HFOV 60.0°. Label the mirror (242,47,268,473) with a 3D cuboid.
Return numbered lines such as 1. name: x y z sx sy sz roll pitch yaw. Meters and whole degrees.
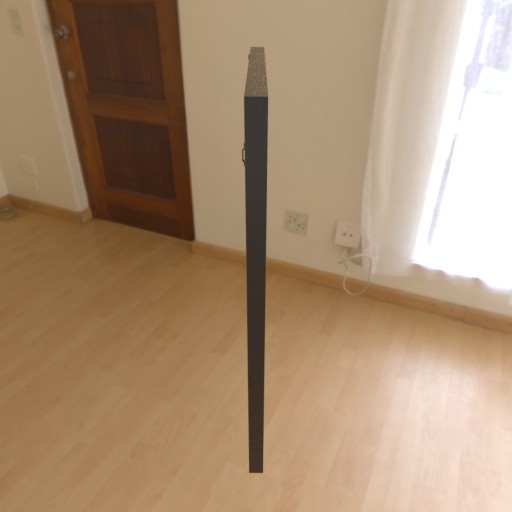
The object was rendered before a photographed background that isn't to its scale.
1. mirror: 0.000 0.000 1.142 0.040 0.915 0.609 0 31 0
